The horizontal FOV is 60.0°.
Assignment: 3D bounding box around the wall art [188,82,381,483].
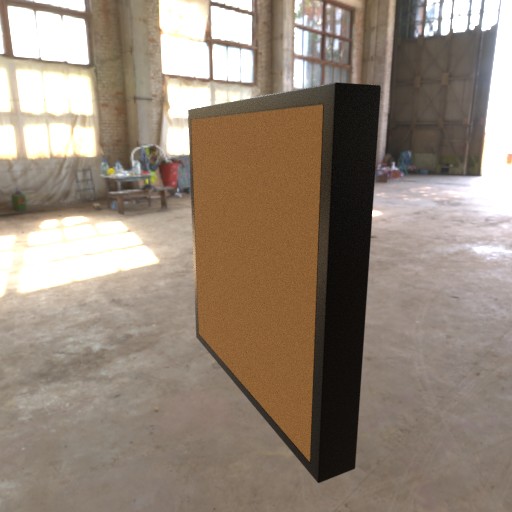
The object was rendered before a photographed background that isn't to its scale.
[{"bbox_3d":[0.000,0.000,0.452,0.037,0.299,0.299,-7,16,-25],"label":"wall art"}]
